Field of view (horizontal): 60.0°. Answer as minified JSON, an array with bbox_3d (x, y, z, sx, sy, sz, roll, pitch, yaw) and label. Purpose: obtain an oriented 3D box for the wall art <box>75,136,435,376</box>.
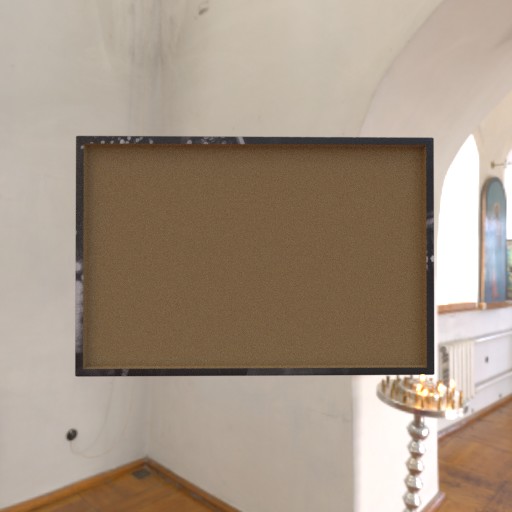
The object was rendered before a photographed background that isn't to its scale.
[{"bbox_3d":[0.000,0.000,0.769,0.609,0.406,0.037,0,0,-1],"label":"wall art"}]
